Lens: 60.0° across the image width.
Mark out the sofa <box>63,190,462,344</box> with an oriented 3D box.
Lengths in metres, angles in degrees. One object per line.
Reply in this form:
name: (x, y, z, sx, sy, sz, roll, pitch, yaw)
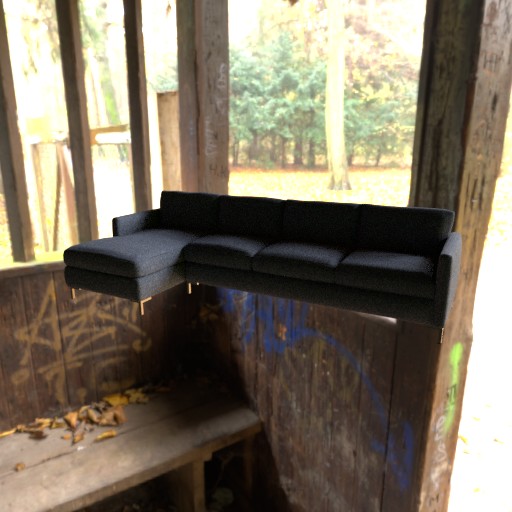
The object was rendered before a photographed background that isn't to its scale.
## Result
sofa: (0.000, 0.000, 3.537, 2.932, 0.810, 1.350, 8, 17, 27)
